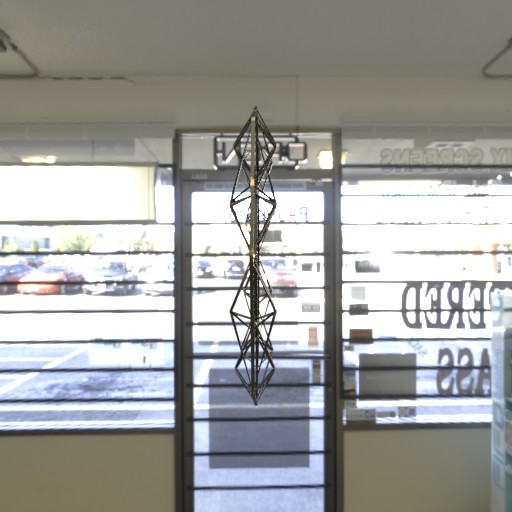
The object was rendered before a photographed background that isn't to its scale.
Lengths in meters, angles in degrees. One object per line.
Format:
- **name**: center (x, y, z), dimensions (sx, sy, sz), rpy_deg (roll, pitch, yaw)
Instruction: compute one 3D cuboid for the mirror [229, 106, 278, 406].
- **mirror**: center (0.000, 0.000, 1.051), dimensions (0.094, 0.710, 0.710), rpy_deg (0, 0, 1)
